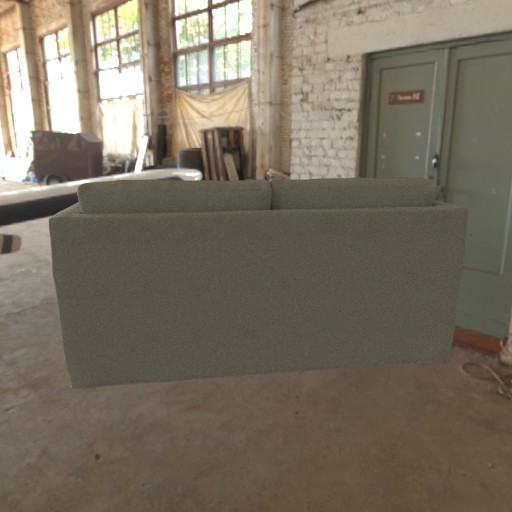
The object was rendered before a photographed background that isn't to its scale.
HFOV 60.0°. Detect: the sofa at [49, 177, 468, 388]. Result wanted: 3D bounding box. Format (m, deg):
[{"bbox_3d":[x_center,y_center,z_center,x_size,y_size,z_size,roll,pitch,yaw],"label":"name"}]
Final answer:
[{"bbox_3d":[0.000,0.000,2.262,1.727,0.830,0.944,-2,15,-8],"label":"sofa"}]
